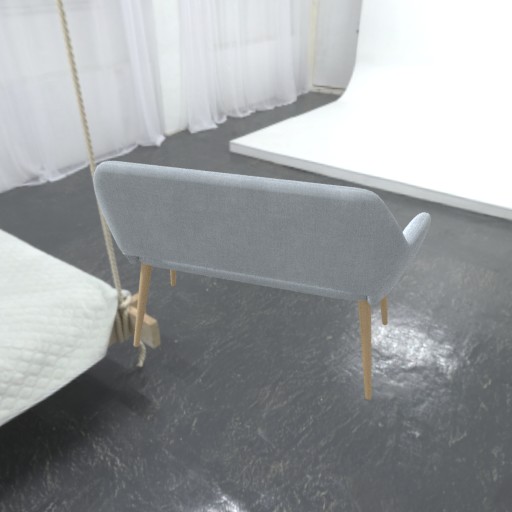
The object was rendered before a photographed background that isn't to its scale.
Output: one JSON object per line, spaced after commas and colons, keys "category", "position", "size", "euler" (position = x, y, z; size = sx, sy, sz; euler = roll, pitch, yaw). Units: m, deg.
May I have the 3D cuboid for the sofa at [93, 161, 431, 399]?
{"category": "sofa", "position": [0.000, 0.000, 1.637], "size": [1.150, 0.840, 0.610], "euler": [9, 32, 14]}
